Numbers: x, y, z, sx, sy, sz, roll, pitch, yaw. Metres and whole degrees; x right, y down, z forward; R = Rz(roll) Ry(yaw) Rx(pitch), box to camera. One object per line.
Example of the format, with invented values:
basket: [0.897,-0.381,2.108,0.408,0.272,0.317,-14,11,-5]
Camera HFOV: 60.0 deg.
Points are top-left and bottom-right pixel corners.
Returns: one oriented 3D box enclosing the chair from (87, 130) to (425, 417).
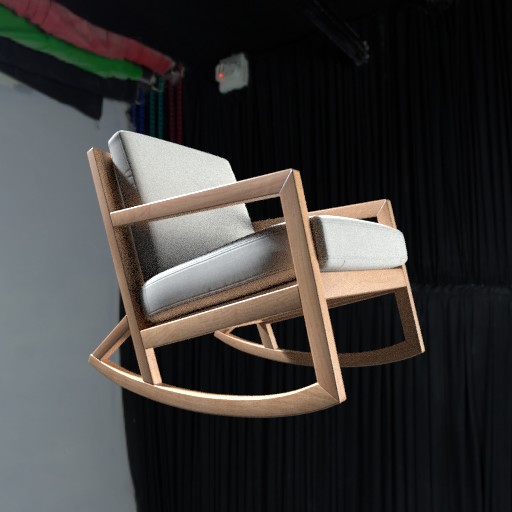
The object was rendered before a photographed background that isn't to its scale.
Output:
chair: [0.000,0.000,1.387,0.857,0.790,0.622,0,-1,36]
